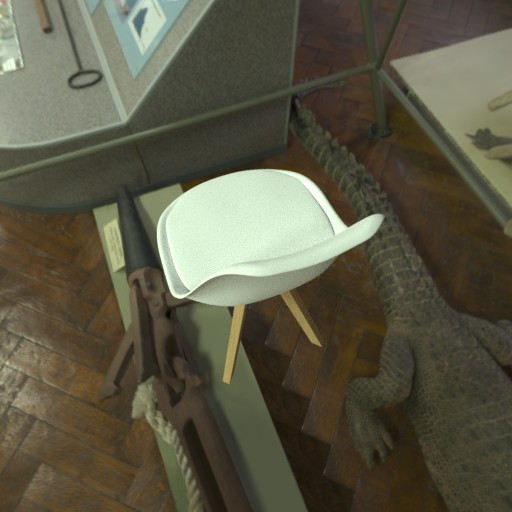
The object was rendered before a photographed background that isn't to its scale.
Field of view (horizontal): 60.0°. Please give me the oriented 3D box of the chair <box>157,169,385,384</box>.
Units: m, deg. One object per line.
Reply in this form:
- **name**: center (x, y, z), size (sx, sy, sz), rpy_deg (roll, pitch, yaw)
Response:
- **chair**: center (0.000, 0.000, 1.191), size (0.485, 0.849, 0.550), rpy_deg (-19, 61, -11)
